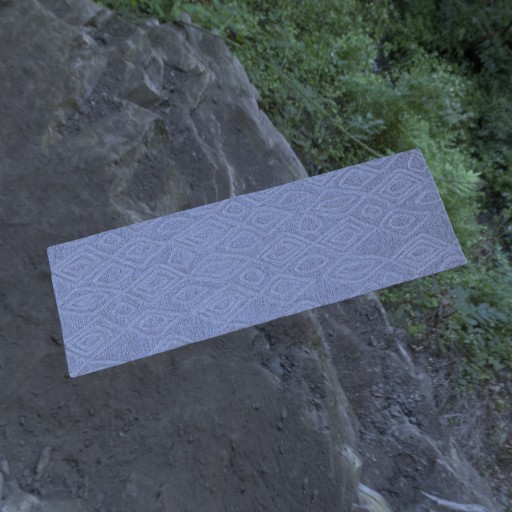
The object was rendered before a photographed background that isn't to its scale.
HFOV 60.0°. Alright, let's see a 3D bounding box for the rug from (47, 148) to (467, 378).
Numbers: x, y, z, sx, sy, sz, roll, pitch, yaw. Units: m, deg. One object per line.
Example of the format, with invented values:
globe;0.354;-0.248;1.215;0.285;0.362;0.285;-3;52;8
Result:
rug;0.000;0.000;2.689;2.436;0.013;0.807;-16;77;-4
